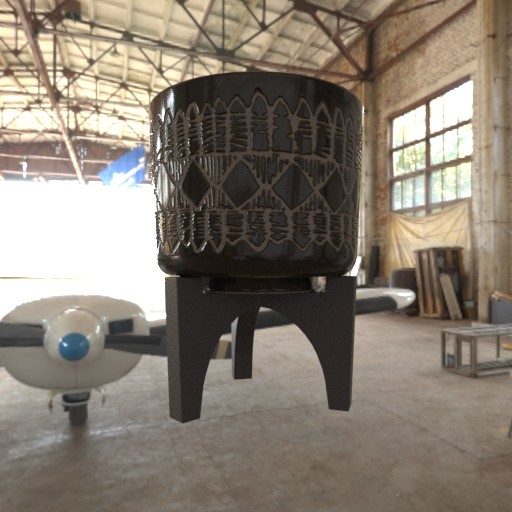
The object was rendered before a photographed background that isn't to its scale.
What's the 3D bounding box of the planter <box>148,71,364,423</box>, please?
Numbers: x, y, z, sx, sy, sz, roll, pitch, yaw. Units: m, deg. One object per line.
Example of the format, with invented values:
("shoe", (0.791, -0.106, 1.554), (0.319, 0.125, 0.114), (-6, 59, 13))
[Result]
("planter", (0.000, 0.000, 0.413), (0.196, 0.264, 0.196), (0, -1, 18))
